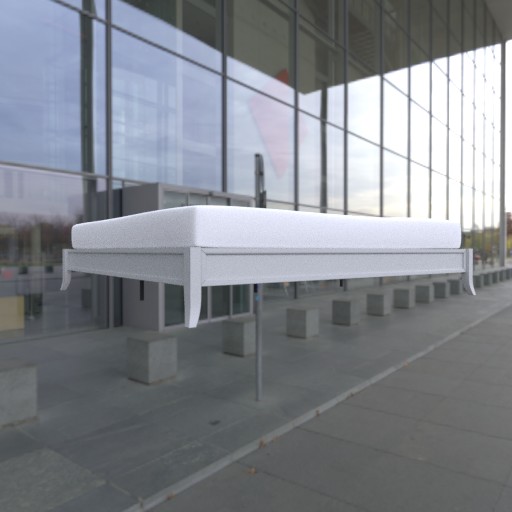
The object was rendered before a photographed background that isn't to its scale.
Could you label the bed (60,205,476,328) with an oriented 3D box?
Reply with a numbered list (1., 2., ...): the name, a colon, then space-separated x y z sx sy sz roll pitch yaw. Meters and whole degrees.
1. bed: 0.000 0.000 3.085 2.108 0.510 2.007 0 1 -36
